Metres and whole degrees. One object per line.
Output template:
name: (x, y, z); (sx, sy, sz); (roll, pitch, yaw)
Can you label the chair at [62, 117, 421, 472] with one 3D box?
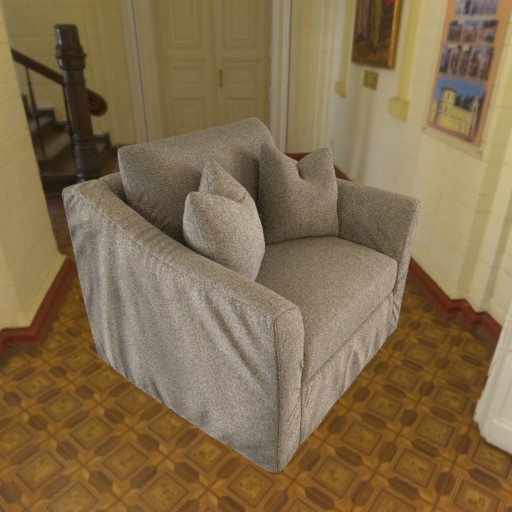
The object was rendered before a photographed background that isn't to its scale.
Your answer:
chair: (0.000, 0.000, 2.028); (1.071, 1.059, 1.194); (20, 33, 33)
